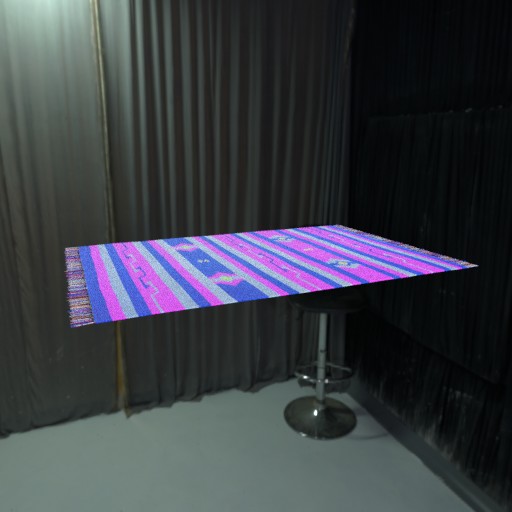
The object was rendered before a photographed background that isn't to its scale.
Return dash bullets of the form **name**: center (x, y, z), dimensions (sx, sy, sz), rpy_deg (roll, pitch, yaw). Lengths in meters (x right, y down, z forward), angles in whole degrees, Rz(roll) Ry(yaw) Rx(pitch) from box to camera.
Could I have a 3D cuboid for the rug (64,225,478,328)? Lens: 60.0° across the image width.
- **rug**: center (0.000, 0.000, 2.950), dimensions (2.350, 0.013, 1.539), rpy_deg (-6, 16, -23)
